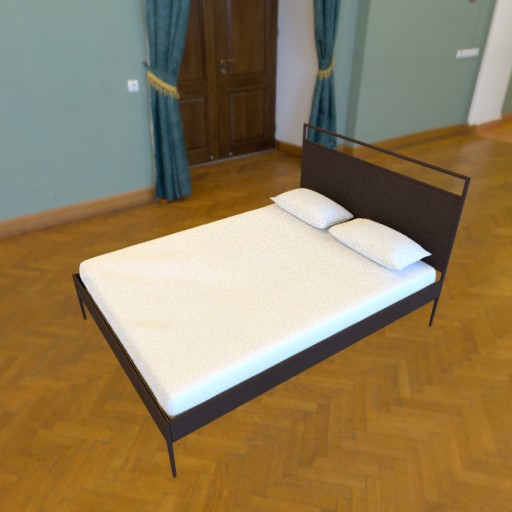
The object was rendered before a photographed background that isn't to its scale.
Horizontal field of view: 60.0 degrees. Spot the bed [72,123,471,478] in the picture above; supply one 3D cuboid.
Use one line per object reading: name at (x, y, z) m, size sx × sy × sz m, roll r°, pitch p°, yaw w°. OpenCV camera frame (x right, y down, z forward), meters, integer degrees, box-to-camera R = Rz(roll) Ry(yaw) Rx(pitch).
bed at (0.000, 0.000, 3.046) m, size 2.122 × 1.173 × 1.572 m, roll -20°, pitch 36°, yaw -29°
